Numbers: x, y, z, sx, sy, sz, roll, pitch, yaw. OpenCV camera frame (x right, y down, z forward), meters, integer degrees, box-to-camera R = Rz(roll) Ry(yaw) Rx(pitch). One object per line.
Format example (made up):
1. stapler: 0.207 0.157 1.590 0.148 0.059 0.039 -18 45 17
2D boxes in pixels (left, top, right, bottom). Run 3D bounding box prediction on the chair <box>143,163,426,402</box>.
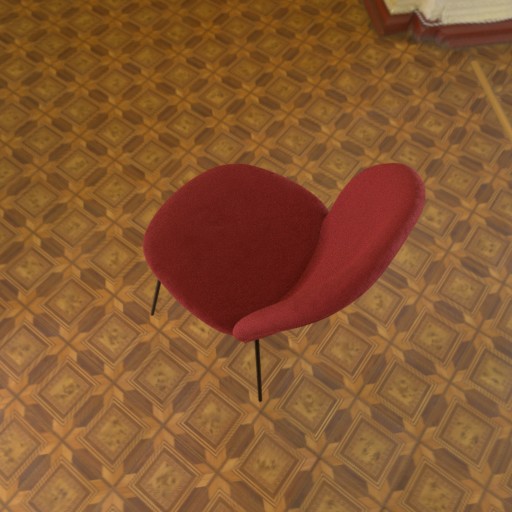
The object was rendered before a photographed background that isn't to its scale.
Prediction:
1. chair: 0.000 0.000 1.126 0.587 0.791 0.458 33 67 16
